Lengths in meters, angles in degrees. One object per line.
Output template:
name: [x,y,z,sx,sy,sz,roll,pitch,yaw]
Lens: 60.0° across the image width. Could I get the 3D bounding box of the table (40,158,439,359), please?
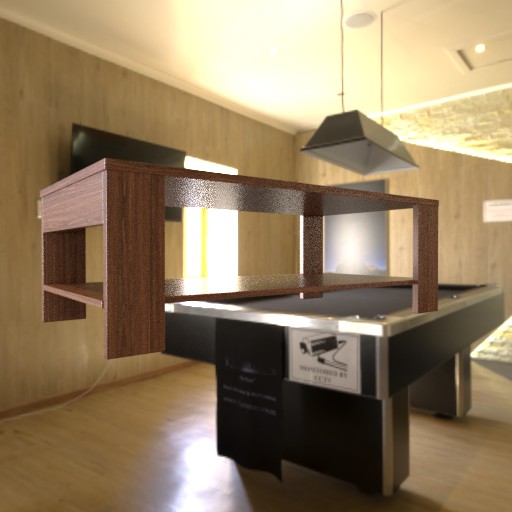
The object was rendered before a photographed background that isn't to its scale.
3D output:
table: [0.000,0.000,1.478,1.200,0.400,0.600,0,1,-37]
